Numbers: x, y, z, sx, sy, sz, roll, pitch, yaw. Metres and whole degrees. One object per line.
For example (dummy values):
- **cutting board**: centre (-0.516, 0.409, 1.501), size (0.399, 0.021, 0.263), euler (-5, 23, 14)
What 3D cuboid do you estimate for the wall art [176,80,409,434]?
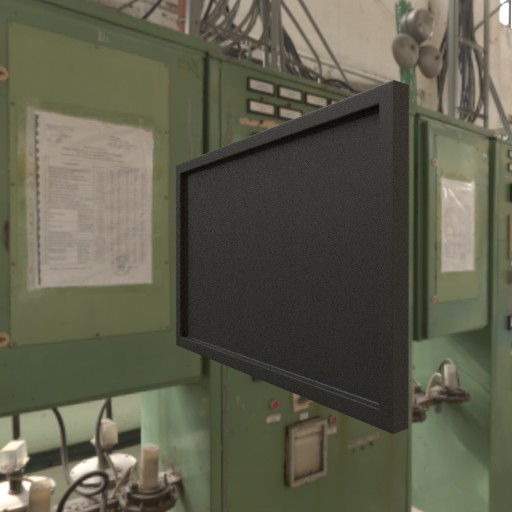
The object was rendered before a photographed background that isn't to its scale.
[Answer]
- **wall art**: centre (0.000, 0.000, 0.565), size (0.021, 0.301, 0.443), euler (0, 0, -34)
